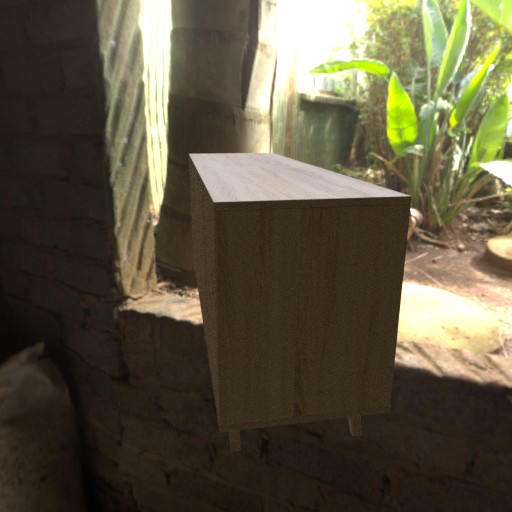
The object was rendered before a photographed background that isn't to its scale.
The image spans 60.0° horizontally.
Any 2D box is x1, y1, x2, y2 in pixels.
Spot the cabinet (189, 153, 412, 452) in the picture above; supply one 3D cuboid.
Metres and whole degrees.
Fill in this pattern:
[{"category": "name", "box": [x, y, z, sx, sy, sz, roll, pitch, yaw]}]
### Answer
[{"category": "cabinet", "box": [0.000, 0.000, 1.963, 0.500, 0.780, 1.650, -3, 17, -10]}]
